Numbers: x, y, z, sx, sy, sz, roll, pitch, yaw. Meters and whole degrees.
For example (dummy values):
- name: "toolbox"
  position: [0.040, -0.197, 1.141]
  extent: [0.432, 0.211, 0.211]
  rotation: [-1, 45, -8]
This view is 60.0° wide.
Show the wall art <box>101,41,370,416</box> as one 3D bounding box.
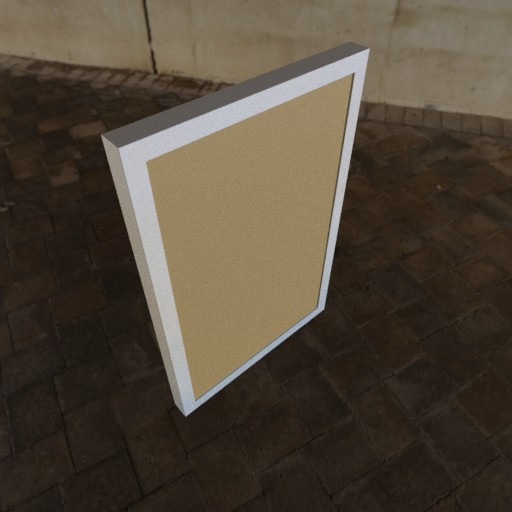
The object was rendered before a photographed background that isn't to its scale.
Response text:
- name: "wall art"
  position: [0.000, 0.000, 0.774]
  extent: [0.408, 0.611, 0.038]
  rotation: [-32, 53, -28]
